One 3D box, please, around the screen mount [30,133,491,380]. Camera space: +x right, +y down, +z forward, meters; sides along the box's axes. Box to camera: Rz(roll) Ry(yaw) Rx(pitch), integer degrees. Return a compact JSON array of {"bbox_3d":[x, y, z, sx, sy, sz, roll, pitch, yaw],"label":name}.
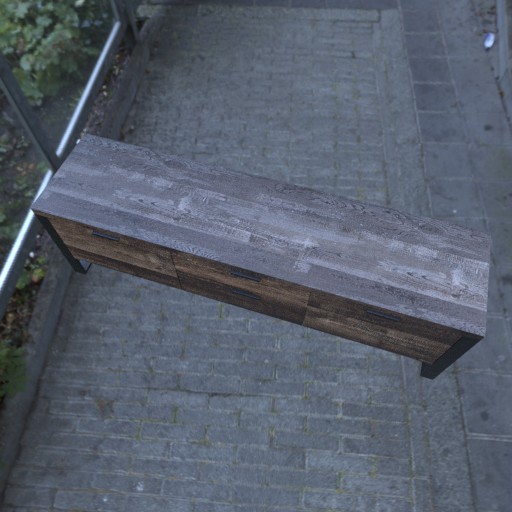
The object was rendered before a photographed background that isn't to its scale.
[{"bbox_3d":[0.000,0.000,1.697,1.524,0.450,0.395,15,60,9],"label":"screen mount"}]
